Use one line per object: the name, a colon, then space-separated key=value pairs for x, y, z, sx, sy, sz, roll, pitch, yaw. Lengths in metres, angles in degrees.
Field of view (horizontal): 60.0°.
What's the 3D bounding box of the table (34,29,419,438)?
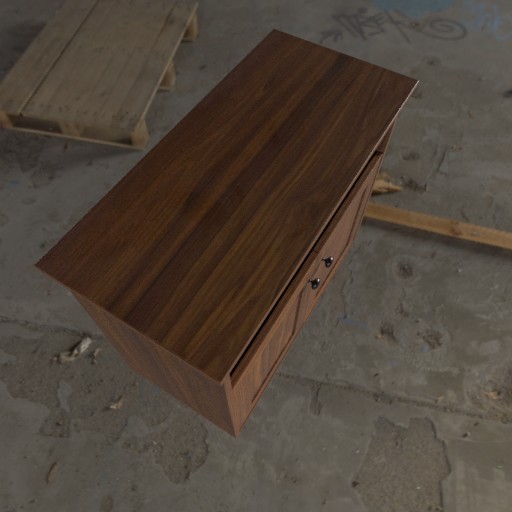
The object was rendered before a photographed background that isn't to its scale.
table: x=0.000 y=0.000 z=1.184 sx=0.390 sy=0.725 sz=0.802 roll=28 pitch=63 yaw=16
